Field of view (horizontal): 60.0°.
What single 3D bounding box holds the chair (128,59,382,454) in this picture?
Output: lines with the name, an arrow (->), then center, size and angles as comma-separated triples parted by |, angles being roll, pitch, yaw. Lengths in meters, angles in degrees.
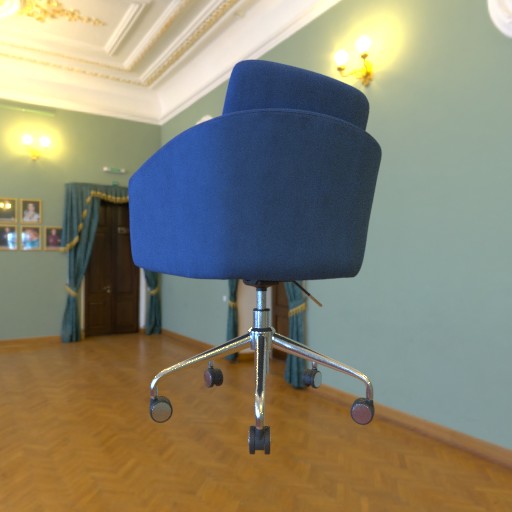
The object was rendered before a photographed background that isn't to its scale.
chair -> 0.000, 0.000, 1.334 | 0.641, 0.908, 0.635 | 0, 0, -34
